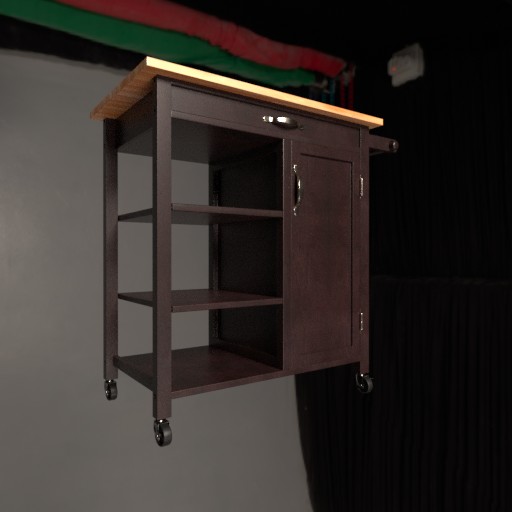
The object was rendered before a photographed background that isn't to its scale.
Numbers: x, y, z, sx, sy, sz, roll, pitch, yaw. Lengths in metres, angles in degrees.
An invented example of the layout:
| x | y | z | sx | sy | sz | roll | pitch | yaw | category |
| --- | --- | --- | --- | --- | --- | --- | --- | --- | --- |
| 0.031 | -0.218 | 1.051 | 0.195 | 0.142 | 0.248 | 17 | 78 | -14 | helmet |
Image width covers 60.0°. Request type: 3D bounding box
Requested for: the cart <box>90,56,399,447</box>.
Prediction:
| x | y | z | sx | sy | sz | roll | pitch | yaw | category |
| --- | --- | --- | --- | --- | --- | --- | --- | --- | --- |
| 0.000 | 0.000 | 1.428 | 0.914 | 0.878 | 0.472 | 0 | 0 | -35 | cart |
